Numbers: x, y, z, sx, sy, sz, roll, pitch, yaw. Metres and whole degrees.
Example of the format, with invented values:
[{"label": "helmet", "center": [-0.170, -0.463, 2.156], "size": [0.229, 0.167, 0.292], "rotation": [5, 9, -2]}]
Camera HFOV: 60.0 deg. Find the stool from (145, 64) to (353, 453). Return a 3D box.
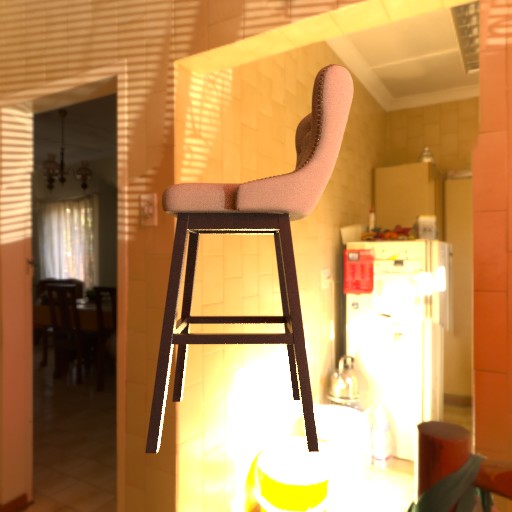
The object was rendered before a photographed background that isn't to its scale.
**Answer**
[{"label": "stool", "center": [0.000, 0.000, 1.423], "size": [0.605, 1.066, 0.528], "rotation": [0, 0, -1]}]
